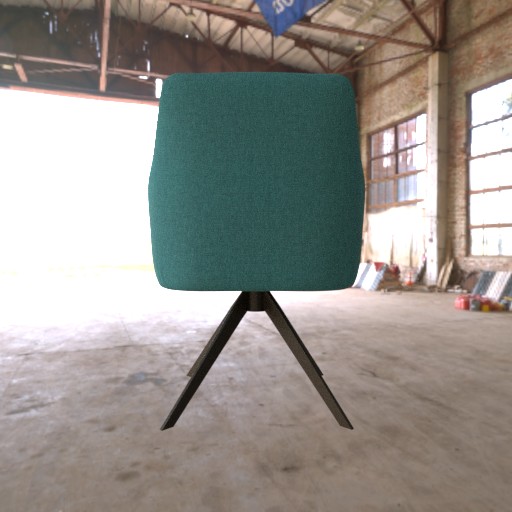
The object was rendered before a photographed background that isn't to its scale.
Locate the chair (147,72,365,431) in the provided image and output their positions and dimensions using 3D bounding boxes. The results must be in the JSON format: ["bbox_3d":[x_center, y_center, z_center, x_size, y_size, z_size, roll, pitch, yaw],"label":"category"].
[{"bbox_3d":[0.000,0.000,1.353,0.642,0.874,0.677,0,1,-1],"label":"chair"}]
